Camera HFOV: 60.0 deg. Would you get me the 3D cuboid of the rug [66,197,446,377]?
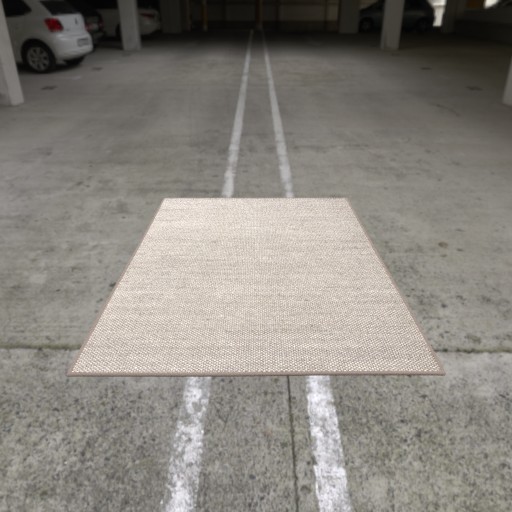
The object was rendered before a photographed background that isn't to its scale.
[{"bbox_3d":[0.000,0.000,2.698,1.517,0.013,2.115,0,27,0],"label":"rug"}]
